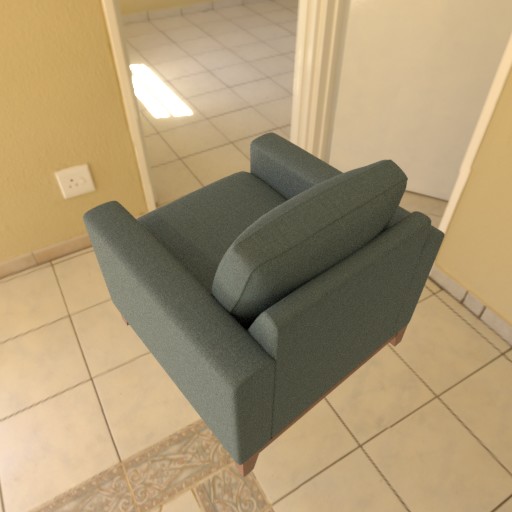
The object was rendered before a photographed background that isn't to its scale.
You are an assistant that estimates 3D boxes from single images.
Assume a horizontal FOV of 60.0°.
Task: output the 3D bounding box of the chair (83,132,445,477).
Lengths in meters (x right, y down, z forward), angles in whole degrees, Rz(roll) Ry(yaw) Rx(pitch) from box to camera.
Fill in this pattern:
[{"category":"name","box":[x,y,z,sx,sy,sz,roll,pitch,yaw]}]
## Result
[{"category":"chair","box":[0.000,0.000,1.865,1.024,1.010,1.038,-30,52,-27]}]
